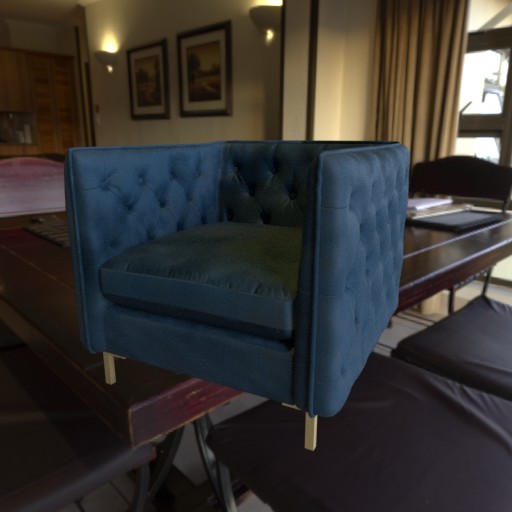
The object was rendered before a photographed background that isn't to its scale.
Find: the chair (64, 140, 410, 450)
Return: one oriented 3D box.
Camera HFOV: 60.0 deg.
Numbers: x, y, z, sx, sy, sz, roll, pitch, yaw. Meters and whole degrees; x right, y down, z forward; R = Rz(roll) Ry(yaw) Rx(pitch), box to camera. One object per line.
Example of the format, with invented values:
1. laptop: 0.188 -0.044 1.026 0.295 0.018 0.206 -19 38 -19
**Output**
1. chair: 0.000 0.000 1.531 0.868 0.771 0.877 8 17 26
